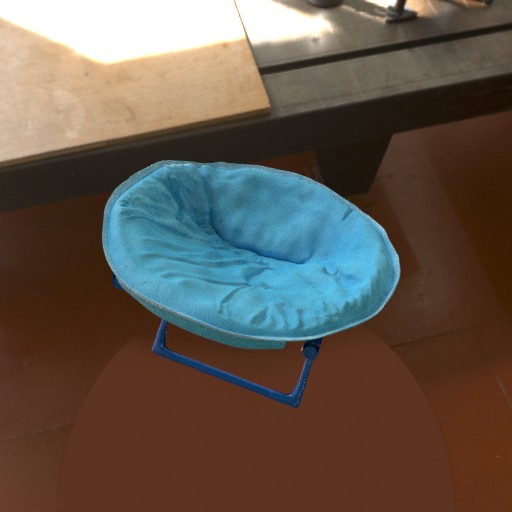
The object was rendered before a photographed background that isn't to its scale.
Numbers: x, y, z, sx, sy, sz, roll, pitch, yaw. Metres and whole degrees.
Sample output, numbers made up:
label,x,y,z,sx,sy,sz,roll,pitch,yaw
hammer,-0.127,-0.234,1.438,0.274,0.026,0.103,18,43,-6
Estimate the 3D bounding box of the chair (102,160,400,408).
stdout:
label,x,y,z,sx,sy,sz,roll,pitch,yaw
chair,0.000,0.000,0.894,0.520,0.478,0.465,19,66,9
